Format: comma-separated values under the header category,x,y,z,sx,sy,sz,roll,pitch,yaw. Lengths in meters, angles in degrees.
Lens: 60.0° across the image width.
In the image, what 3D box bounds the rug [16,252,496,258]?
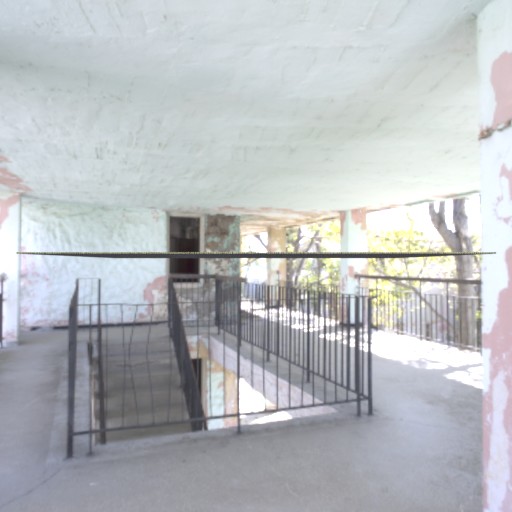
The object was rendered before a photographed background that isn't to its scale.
category,x,y,z,sx,sy,sz,roll,pitch,yaw
rug,0.000,0.000,2.182,1.747,0.006,1.143,0,-1,0
